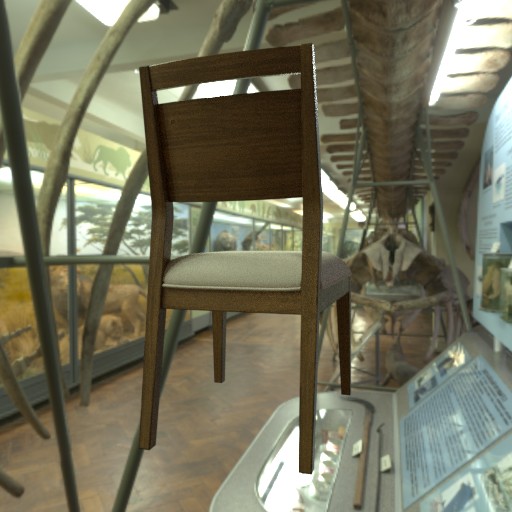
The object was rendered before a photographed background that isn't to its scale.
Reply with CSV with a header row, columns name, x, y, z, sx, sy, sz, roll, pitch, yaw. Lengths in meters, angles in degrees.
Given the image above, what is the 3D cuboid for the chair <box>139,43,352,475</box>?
name,x,y,z,sx,sy,sz,roll,pitch,yaw
chair,0.000,0.000,1.286,0.497,0.939,0.610,0,1,17
